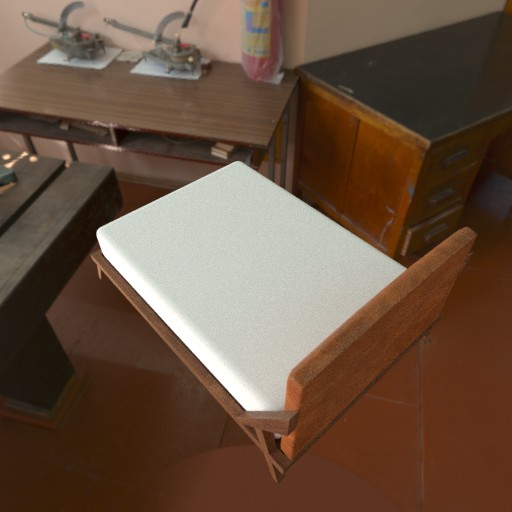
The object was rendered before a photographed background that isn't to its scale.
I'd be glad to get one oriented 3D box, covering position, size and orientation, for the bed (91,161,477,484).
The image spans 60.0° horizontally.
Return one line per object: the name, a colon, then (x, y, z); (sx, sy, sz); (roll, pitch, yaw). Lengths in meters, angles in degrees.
bed: (0.000, 0.000, 3.283); (1.651, 1.168, 2.311); (-32, 54, -28)
